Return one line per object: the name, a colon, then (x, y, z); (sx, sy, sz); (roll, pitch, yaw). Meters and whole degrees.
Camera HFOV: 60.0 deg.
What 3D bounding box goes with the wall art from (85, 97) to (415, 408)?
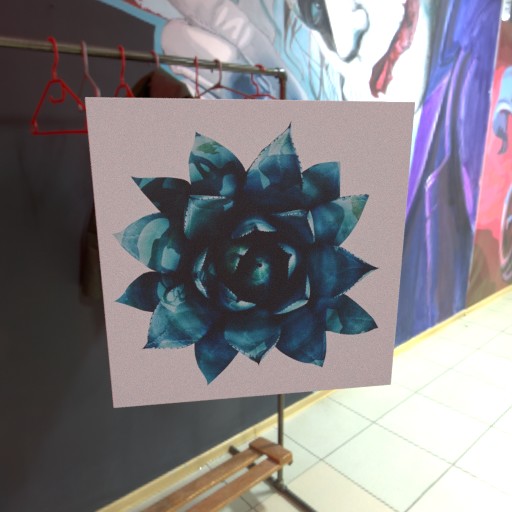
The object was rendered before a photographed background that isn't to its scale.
wall art: (0.000, 0.000, 0.461); (0.305, 0.305, 0.038); (-2, 15, -8)
